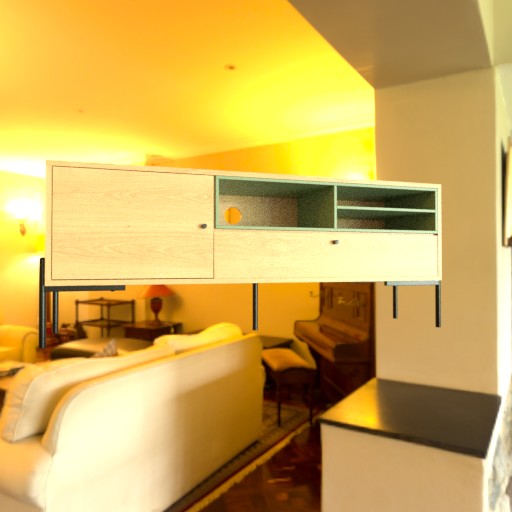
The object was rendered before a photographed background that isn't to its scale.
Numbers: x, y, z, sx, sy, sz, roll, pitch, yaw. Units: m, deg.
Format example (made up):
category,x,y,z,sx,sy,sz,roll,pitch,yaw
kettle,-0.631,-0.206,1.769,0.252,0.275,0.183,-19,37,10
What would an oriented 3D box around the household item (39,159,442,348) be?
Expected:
category,x,y,z,sx,sy,sz,roll,pitch,yaw
household item,0.000,0.000,1.794,1.550,0.600,0.400,0,-1,-17
